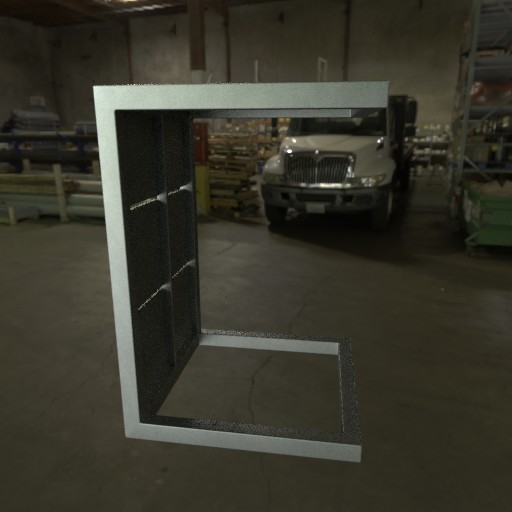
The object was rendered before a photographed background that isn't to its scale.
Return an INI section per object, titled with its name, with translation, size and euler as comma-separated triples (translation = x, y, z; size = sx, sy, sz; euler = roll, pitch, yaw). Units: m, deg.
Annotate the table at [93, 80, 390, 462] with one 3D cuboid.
[table]
translation = 0.000, 0.000, 0.889
size = 0.420, 0.609, 0.405
euler = 2, 16, 8
